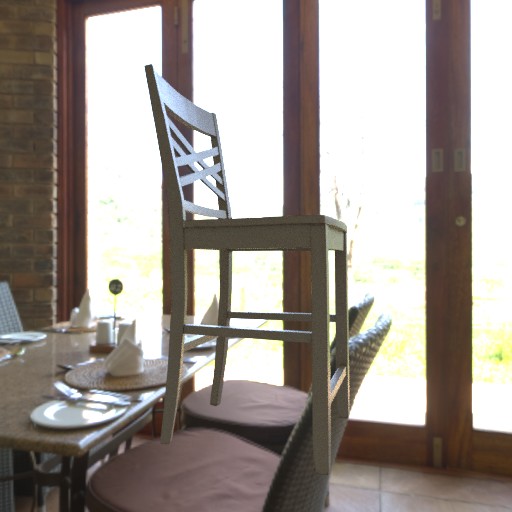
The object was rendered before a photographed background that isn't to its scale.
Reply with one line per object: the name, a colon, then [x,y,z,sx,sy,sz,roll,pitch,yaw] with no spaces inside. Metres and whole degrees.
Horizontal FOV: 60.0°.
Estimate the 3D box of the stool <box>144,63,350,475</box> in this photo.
stool: [0.000,0.000,1.379,0.539,1.079,0.462,0,0,18]
